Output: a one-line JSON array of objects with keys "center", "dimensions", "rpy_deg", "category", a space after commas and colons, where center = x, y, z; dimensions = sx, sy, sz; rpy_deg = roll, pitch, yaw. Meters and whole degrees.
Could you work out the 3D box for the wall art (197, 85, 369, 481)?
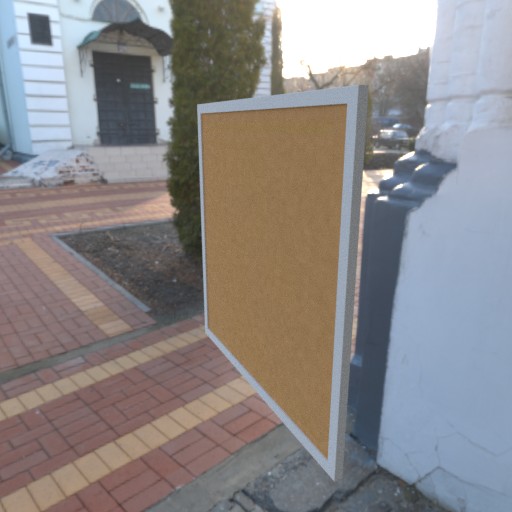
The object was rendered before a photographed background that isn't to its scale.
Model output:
[{"center": [0.000, 0.000, 0.680], "dimensions": [0.012, 0.457, 0.457], "rpy_deg": [-8, 18, -25], "category": "wall art"}]
